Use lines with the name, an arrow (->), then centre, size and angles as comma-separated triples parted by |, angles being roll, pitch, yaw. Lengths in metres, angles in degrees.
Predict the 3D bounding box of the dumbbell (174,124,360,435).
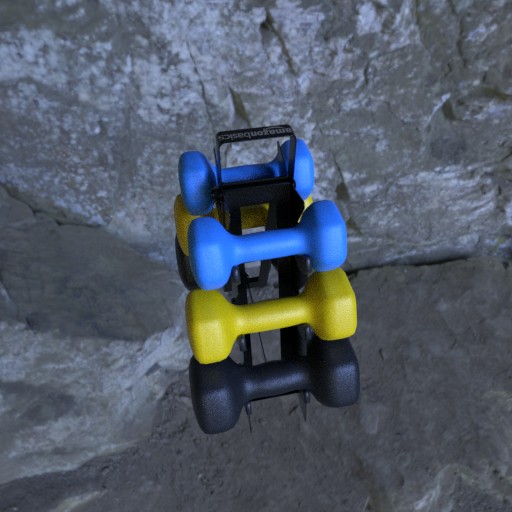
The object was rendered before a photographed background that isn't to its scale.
dumbbell -> 0.000, 0.000, 0.680 | 0.255, 0.426, 0.409 | -8, 48, -8
